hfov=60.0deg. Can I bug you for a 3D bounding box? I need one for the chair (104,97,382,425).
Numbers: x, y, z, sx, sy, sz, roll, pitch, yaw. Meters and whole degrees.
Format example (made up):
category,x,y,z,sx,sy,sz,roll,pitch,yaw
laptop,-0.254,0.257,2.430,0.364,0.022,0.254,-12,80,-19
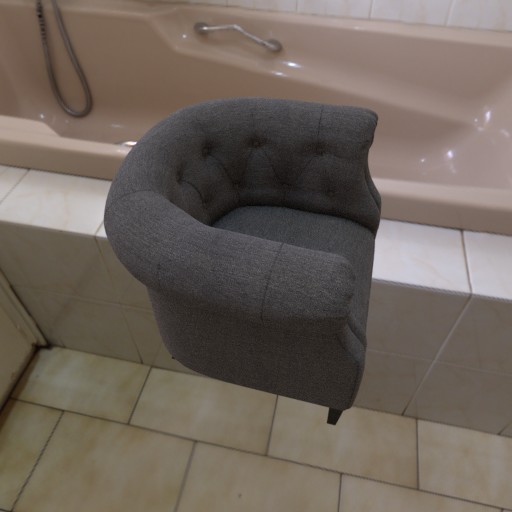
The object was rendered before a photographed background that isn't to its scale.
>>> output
category,x,y,z,sx,sy,sz,roll,pitch,yaw
chair,0.000,0.000,1.585,0.852,0.827,0.905,11,49,10
